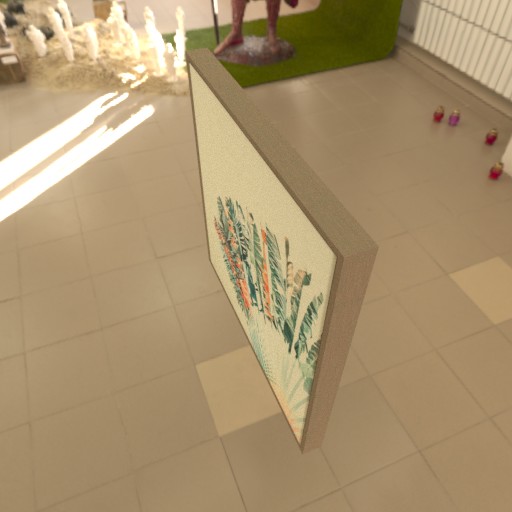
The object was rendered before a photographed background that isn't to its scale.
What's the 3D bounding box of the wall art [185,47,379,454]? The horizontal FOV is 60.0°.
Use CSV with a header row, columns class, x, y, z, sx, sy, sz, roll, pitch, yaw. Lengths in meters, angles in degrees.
class,x,y,z,sx,sy,sz,roll,pitch,yaw
wall art,0.000,0.000,0.761,0.038,0.506,0.508,-17,49,-16
